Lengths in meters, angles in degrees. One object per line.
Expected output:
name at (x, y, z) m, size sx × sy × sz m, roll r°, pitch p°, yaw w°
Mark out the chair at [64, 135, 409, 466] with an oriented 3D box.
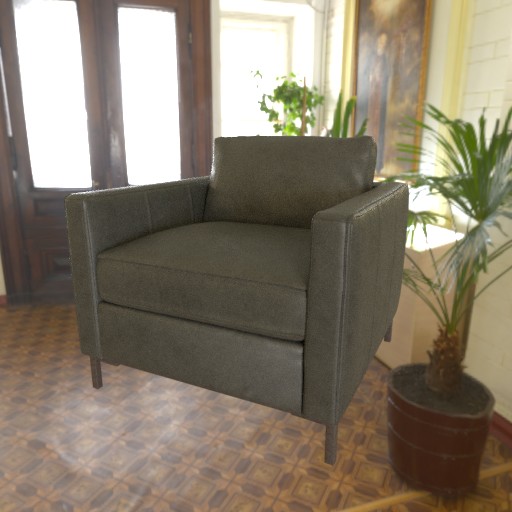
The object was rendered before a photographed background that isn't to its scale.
chair at (0.000, 0.000, 1.484) m, size 0.967 × 0.824 × 0.861 m, roll 7°, pitch 16°, yaw 25°
